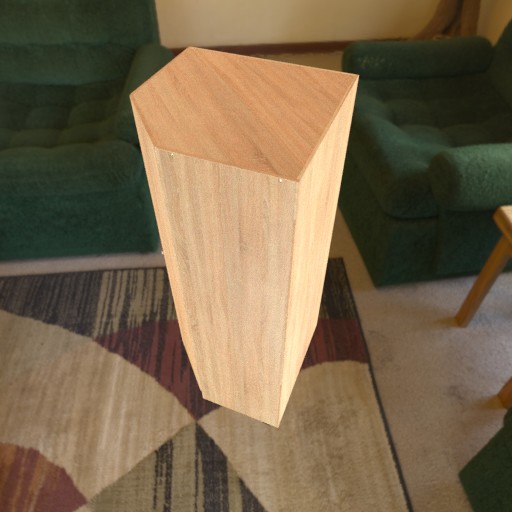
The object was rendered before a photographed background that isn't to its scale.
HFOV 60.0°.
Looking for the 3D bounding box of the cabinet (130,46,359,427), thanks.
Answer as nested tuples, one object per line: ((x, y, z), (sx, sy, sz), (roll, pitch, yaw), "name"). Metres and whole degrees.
((0.000, 0.000, 2.788), (1.094, 2.120, 1.327), (-17, 49, -16), "cabinet")
